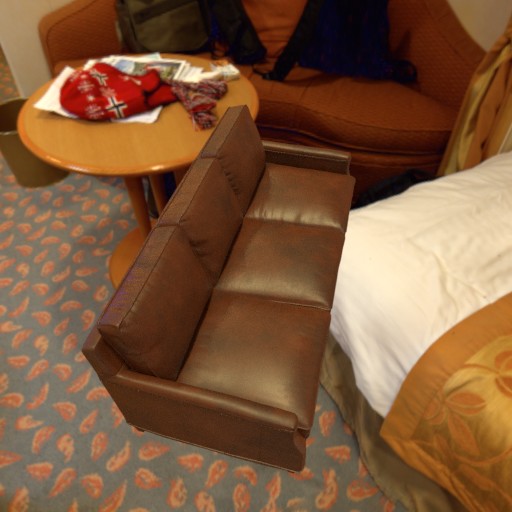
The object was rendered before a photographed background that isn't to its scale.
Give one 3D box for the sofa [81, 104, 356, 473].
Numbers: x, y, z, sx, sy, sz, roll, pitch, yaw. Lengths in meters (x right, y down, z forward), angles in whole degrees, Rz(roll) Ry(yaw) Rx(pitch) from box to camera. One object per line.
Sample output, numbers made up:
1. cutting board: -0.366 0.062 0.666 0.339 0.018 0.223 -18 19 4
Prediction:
1. sofa: 0.000 0.000 2.850 1.084 1.003 2.240 11 48 10
